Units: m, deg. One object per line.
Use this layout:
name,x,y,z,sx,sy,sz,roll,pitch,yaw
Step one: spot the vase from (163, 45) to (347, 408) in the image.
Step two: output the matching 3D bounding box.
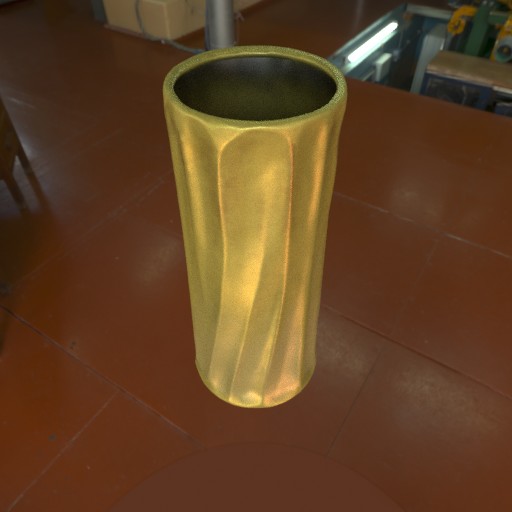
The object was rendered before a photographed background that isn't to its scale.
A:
vase,0.000,0.000,0.176,0.061,0.143,0.061,0,46,0
